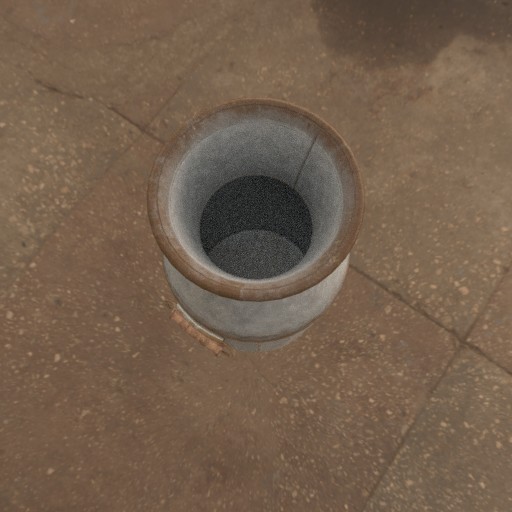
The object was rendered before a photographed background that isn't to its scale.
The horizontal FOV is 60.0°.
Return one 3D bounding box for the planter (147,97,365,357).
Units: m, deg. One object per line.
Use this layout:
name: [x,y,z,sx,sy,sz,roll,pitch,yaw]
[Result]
planter: [0.000,0.000,0.534,0.214,0.396,0.245,37,78,9]
